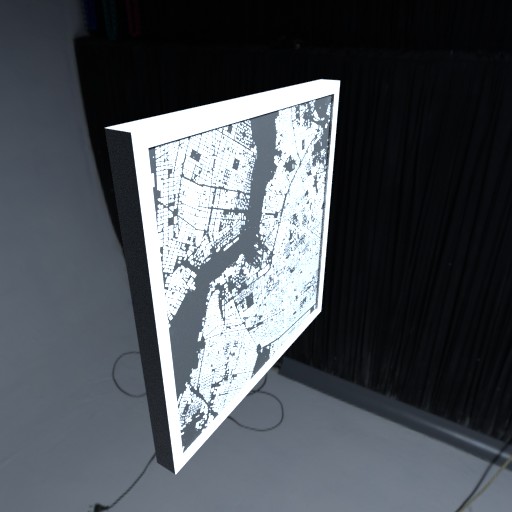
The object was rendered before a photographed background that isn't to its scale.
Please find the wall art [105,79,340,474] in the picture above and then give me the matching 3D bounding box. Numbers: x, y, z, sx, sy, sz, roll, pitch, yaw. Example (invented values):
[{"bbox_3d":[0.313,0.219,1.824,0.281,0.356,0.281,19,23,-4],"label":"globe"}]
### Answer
[{"bbox_3d":[0.000,0.000,0.744,0.038,0.506,0.506,17,32,29],"label":"wall art"}]
